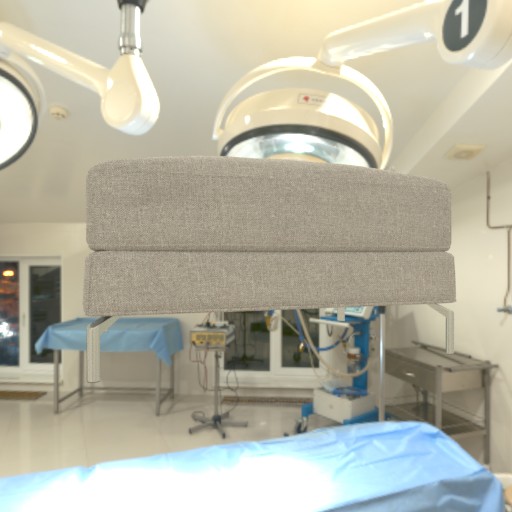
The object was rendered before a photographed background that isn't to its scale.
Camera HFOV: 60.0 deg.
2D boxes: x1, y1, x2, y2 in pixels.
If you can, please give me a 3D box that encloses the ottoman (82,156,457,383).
[{"bbox_3d":[0.000,0.000,1.183,0.838,0.457,0.584,0,0,-17],"label":"ottoman"}]
